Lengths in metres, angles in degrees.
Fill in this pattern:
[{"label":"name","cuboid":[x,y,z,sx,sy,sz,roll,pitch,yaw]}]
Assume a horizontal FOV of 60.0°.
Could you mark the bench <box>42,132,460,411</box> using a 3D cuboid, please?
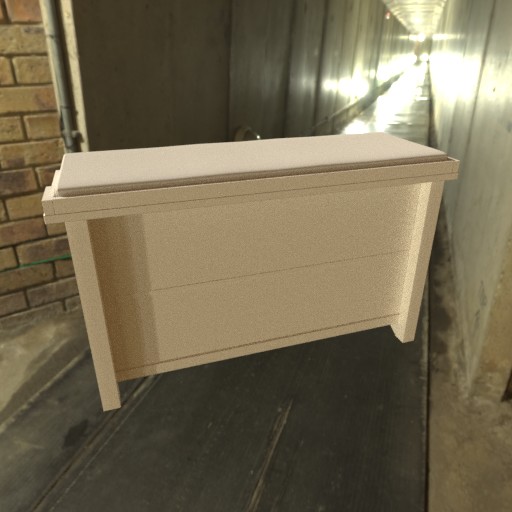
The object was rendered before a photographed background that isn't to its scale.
[{"label":"bench","cuboid":[0.000,0.000,1.259,0.987,0.589,0.346,-8,28,-16]}]
